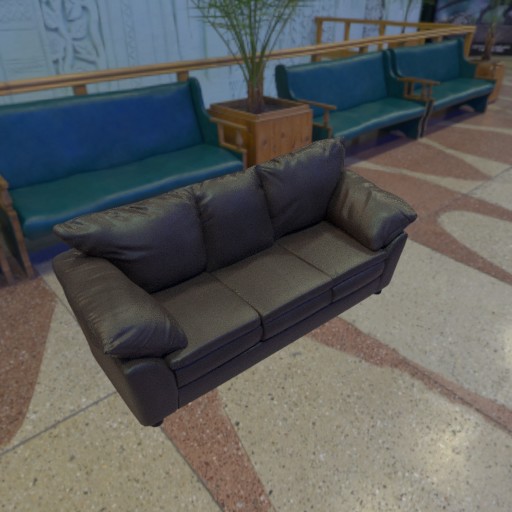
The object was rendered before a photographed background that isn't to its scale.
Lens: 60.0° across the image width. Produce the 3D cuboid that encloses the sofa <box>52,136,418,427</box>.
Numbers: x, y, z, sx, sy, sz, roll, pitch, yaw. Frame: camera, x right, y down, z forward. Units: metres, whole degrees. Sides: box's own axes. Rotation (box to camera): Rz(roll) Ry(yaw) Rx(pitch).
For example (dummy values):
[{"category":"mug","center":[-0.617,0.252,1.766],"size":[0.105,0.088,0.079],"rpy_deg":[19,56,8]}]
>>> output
[{"category":"sofa","center":[0.000,0.000,2.917],"size":[2.390,1.091,0.907],"rpy_deg":[-23,38,-32]}]
